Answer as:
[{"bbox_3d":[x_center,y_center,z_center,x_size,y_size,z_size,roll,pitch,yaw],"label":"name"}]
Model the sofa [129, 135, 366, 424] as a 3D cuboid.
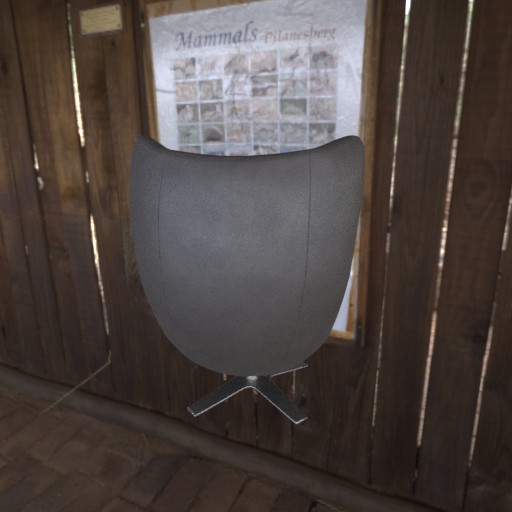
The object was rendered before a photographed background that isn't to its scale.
[{"bbox_3d":[0.000,0.000,2.138,0.894,1.135,1.444,2,16,6],"label":"sofa"}]
